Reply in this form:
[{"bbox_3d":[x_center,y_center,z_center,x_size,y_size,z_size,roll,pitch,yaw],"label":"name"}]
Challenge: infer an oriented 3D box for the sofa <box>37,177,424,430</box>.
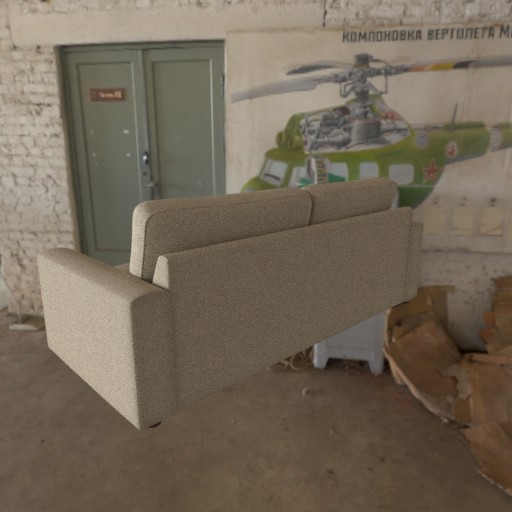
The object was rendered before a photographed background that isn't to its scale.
[{"bbox_3d":[0.000,0.000,2.655,2.179,0.873,1.016,-14,20,-42],"label":"sofa"}]
